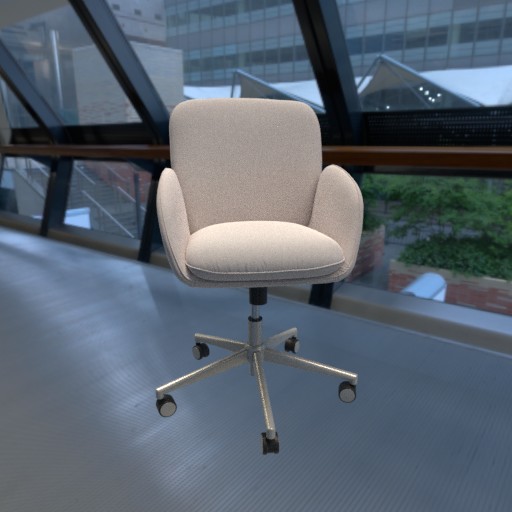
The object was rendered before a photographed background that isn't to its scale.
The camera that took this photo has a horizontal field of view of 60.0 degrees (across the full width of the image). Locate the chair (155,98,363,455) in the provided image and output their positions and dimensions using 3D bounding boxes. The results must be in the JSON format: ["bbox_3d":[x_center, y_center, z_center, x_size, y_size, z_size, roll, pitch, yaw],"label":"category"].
[{"bbox_3d":[0.000,0.000,1.364,0.648,0.959,0.633,-2,16,-7],"label":"chair"}]
